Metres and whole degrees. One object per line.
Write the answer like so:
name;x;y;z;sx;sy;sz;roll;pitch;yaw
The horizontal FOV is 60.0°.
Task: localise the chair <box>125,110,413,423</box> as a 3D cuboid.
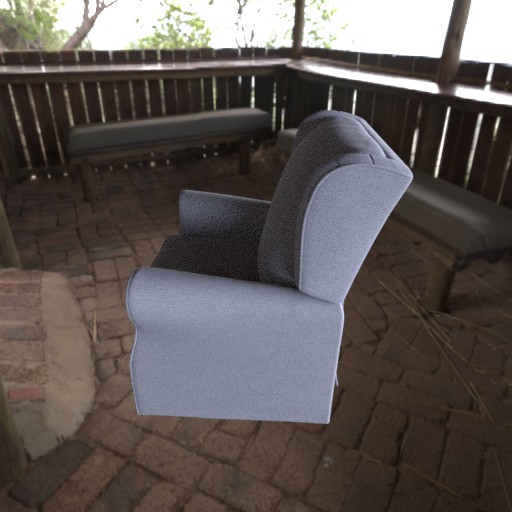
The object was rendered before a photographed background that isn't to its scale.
chair;0.000;0.000;1.696;0.854;0.966;0.906;1;27;2
